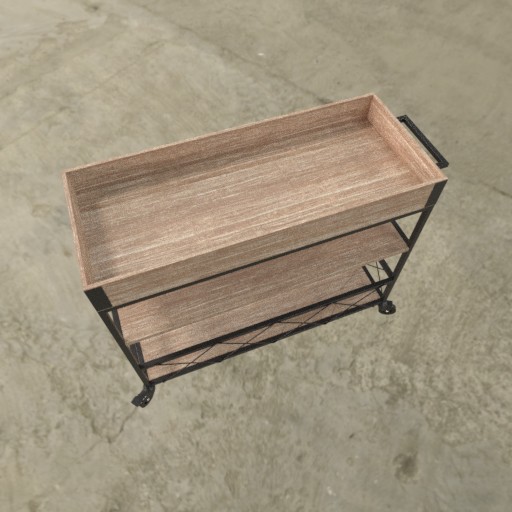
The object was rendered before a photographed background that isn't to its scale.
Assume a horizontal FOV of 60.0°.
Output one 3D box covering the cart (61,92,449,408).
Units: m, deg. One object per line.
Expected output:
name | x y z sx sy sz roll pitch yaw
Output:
cart | 0.000 0.000 1.516 1.101 0.787 0.500 -18 58 -12
